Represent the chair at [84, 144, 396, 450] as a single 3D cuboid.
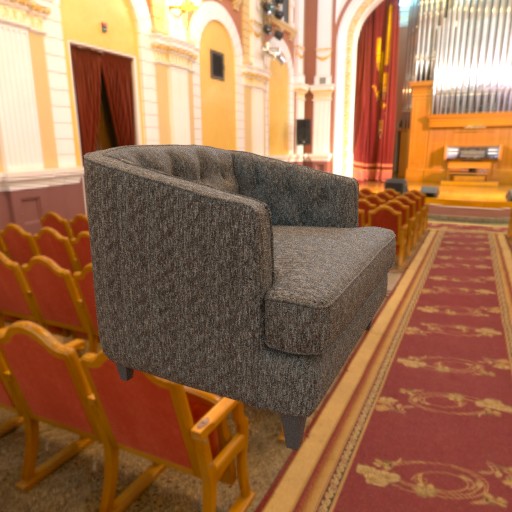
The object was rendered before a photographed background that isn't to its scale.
[{"bbox_3d":[0.000,0.000,1.747,0.941,0.852,1.104,7,16,25],"label":"chair"}]
